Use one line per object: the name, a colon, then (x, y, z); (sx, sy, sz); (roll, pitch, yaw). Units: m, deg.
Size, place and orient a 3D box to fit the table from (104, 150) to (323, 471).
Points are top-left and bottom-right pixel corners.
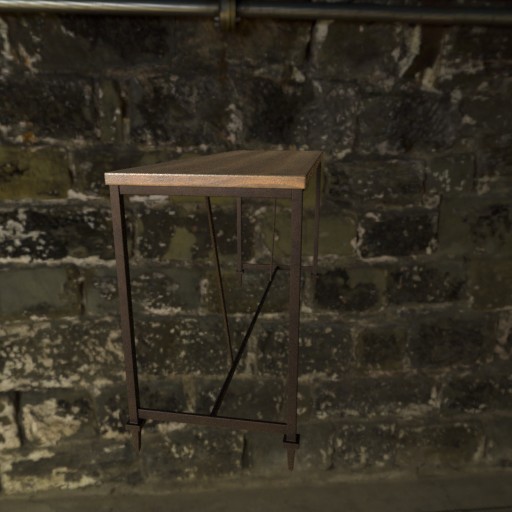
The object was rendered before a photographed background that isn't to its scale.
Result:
table: (0.000, 0.000, 2.078); (0.551, 0.902, 1.700); (3, 16, 9)
